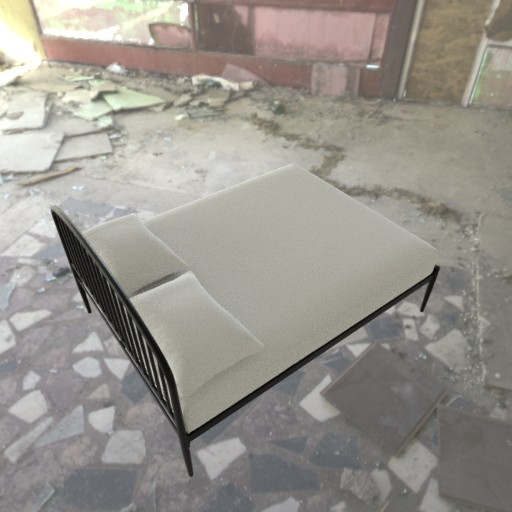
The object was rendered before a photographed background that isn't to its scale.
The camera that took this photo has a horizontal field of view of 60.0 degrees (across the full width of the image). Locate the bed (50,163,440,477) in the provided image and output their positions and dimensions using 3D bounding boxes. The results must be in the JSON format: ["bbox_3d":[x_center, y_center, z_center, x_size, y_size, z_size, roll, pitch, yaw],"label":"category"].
[{"bbox_3d":[0.000,0.000,3.145,2.159,1.166,1.618,-26,47,-27],"label":"bed"}]
